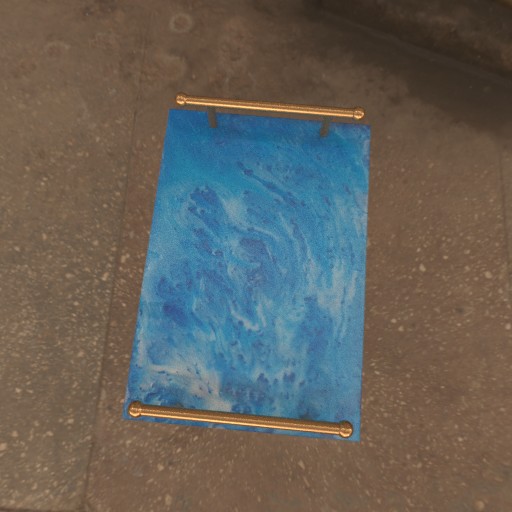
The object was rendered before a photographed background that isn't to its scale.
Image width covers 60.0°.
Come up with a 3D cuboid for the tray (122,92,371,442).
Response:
[{"bbox_3d":[0.000,0.000,0.585,0.304,0.084,0.444,5,77,1],"label":"tray"}]
